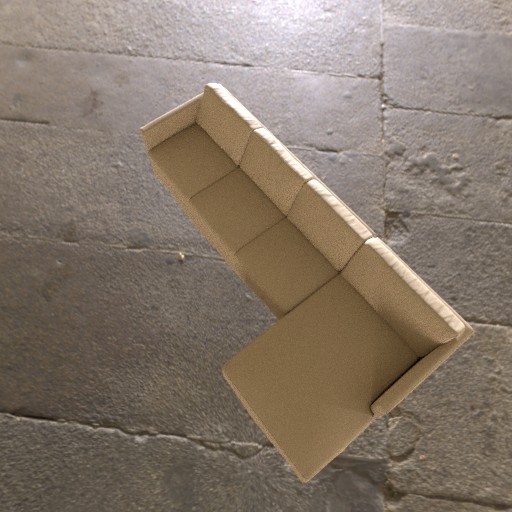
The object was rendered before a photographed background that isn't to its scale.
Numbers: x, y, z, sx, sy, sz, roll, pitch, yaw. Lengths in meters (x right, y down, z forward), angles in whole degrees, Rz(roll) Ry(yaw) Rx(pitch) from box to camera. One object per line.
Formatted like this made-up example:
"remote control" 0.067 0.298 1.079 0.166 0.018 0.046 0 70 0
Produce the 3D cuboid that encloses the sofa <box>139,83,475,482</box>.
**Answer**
"sofa" 0.000 0.000 3.775 1.622 0.871 3.206 -36 69 -16
